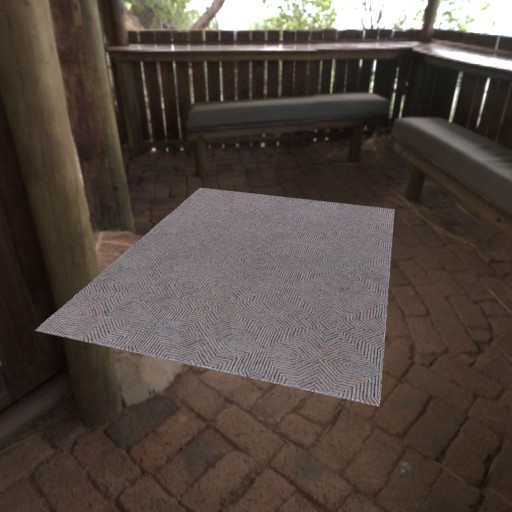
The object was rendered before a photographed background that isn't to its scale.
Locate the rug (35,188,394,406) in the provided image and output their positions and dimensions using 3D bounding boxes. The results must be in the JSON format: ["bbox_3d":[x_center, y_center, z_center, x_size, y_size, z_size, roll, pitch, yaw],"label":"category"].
[{"bbox_3d":[0.000,0.000,4.189,2.442,0.008,3.046,8,30,15],"label":"rug"}]
